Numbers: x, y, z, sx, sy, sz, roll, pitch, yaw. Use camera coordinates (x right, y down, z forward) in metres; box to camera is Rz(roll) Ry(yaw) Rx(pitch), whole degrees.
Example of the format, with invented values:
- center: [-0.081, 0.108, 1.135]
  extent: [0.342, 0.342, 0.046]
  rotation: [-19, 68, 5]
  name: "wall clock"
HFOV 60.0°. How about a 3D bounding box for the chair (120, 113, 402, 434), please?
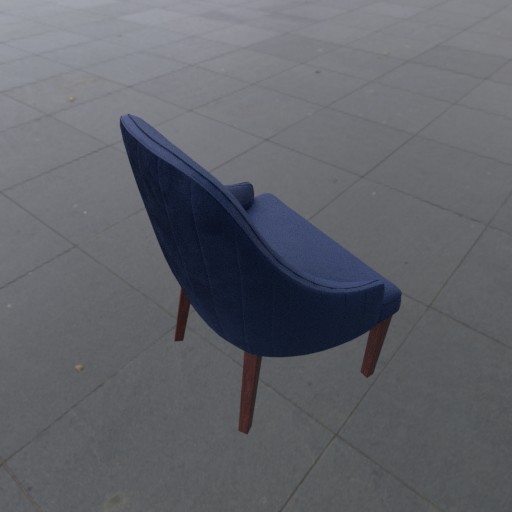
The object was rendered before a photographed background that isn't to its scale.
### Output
- center: [0.000, 0.000, 1.266]
  extent: [0.575, 0.889, 0.643]
  rotation: [-25, 46, -26]
  name: "chair"
